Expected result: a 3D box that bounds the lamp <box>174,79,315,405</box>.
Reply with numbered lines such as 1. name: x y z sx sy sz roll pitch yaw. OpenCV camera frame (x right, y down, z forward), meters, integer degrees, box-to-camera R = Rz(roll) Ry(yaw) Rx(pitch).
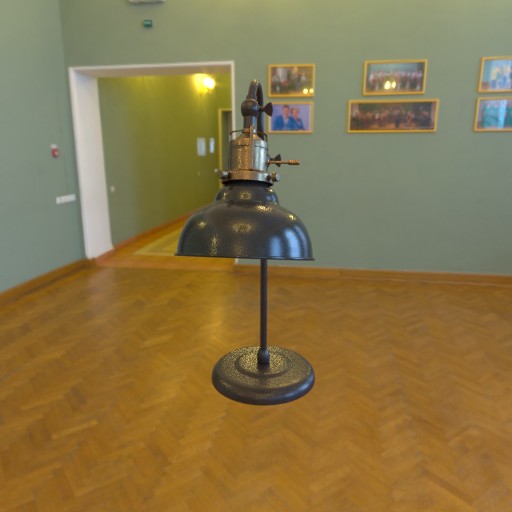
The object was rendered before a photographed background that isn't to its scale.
1. lamp: 0.000 0.000 0.680 0.192 0.508 0.374 2 14 8
